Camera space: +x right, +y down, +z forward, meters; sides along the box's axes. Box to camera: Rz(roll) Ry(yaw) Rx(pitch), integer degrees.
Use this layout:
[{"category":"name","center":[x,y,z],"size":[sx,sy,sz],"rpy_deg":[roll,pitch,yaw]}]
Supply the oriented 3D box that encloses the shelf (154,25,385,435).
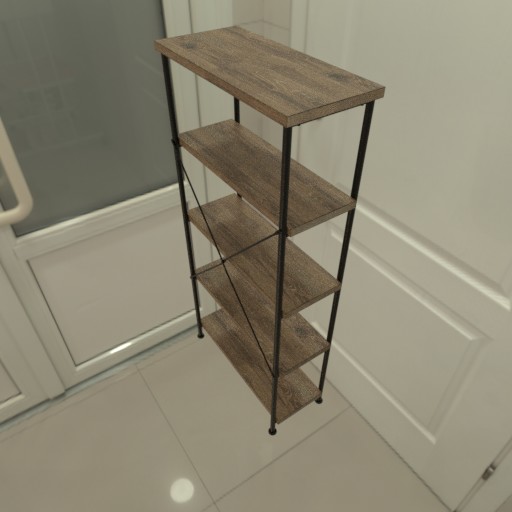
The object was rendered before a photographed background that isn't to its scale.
[{"category":"shelf","center":[0.000,0.000,2.012],"size":[0.360,1.700,0.800],"rpy_deg":[-24,47,-25]}]
